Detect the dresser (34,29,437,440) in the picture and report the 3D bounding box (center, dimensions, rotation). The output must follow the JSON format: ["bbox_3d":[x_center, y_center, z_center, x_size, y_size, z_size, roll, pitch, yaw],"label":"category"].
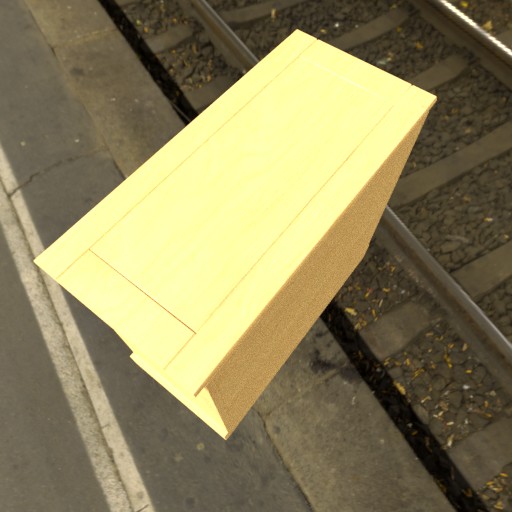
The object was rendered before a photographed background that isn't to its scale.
[{"bbox_3d":[0.000,0.000,1.368,0.440,0.835,0.915,34,67,17],"label":"dresser"}]
